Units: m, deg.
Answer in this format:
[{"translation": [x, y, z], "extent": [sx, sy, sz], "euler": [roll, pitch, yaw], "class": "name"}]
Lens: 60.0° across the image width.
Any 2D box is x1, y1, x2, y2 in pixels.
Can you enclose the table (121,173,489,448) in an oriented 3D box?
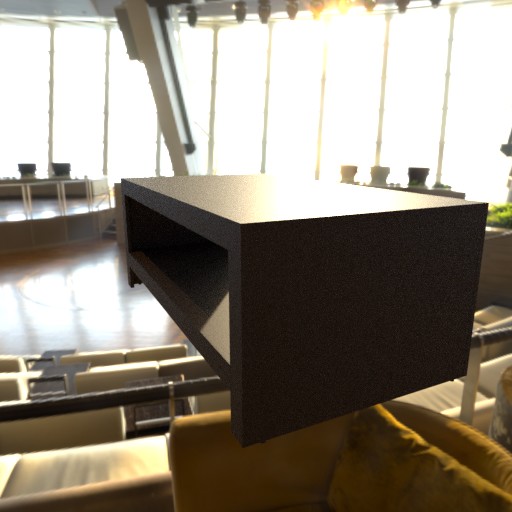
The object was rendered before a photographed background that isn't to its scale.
[{"translation": [0.000, 0.000, 1.373], "extent": [0.597, 0.424, 1.099], "euler": [-7, 16, -25], "class": "table"}]
